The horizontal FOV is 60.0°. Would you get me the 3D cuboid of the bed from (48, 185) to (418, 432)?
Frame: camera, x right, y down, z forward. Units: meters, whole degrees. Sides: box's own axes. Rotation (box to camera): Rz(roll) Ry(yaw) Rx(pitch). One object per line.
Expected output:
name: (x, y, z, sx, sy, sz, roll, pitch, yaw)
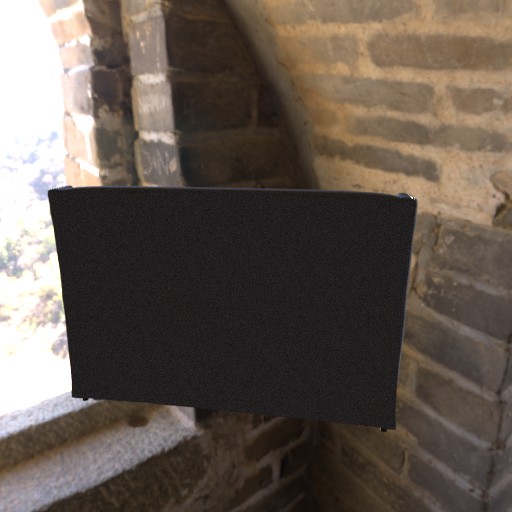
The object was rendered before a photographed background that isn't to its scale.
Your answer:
bed: (0.000, 0.000, 3.454, 1.925, 1.332, 2.276, 3, 16, 9)
